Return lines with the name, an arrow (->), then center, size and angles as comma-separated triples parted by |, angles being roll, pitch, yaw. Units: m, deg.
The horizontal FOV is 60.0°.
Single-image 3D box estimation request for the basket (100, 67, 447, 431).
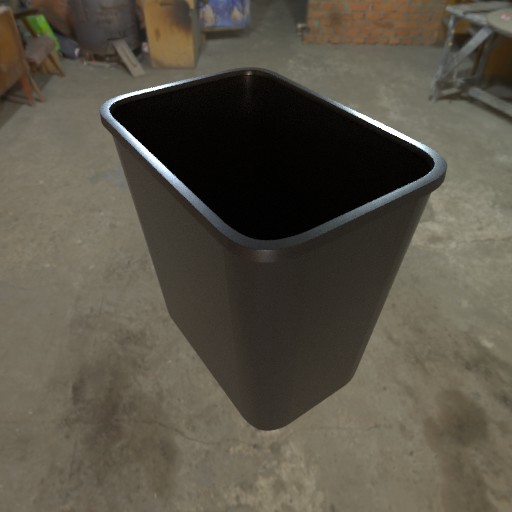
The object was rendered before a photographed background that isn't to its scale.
basket -> 0.000, 0.000, 0.507 | 0.211, 0.307, 0.300 | -25, 47, -25
